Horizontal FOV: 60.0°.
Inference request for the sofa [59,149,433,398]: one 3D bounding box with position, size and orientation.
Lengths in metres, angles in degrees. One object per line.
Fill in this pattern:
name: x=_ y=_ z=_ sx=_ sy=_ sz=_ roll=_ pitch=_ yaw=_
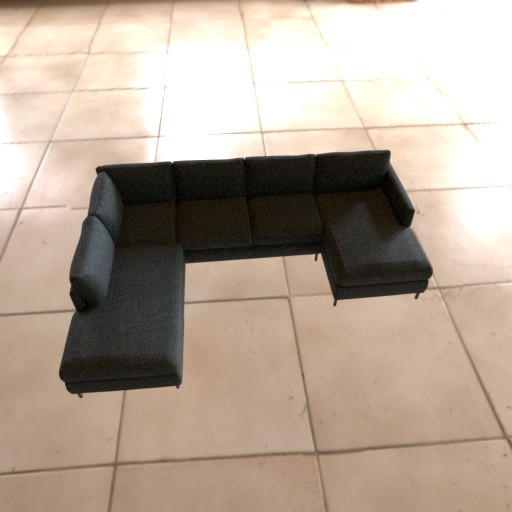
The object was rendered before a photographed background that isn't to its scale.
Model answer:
sofa: x=0.000 y=0.000 z=3.542 sx=2.737 sy=0.753 sz=1.879 roll=-4 pitch=47 yaw=-4
